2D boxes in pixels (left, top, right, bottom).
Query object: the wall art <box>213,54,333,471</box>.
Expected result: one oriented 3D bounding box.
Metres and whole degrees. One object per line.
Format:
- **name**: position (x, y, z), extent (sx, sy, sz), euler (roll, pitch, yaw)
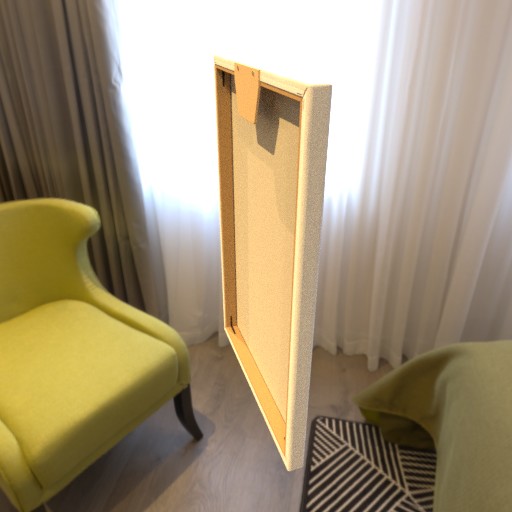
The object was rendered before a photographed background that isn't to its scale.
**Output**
- **wall art**: position (0.000, 0.000, 1.135), extent (0.048, 0.902, 0.602), euler (-9, 30, -16)
